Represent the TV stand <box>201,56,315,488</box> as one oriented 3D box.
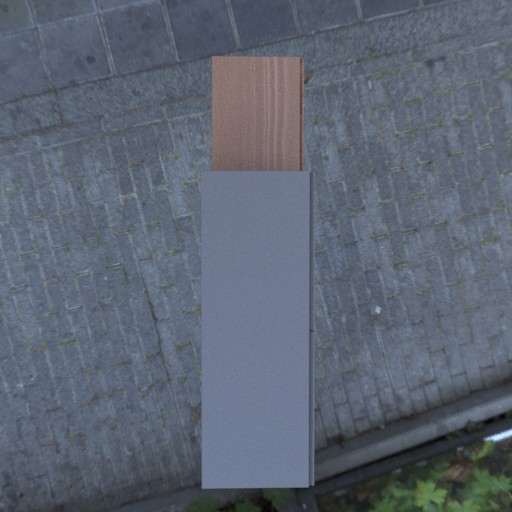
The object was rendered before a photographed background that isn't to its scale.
[{"bbox_3d":[0.000,0.000,1.568,0.329,0.591,1.336,0,92,-1],"label":"TV stand"}]
